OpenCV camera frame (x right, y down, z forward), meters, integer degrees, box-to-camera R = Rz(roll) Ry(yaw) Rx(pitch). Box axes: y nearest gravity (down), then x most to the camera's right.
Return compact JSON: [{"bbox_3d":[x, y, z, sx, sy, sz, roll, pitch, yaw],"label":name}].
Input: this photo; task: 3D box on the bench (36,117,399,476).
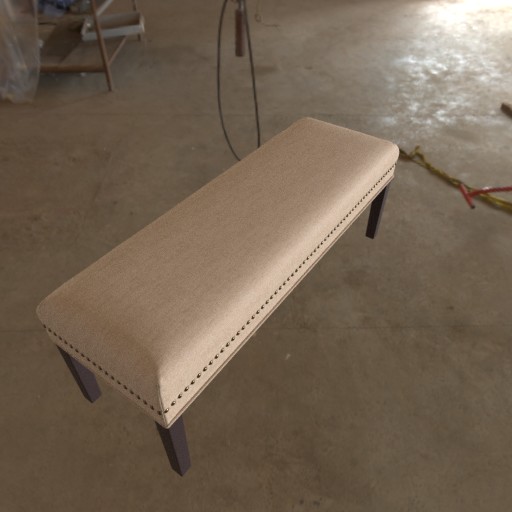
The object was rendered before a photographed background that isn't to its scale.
[{"bbox_3d":[0.000,0.000,1.431,0.410,0.457,1.219,26,48,25],"label":"bench"}]
